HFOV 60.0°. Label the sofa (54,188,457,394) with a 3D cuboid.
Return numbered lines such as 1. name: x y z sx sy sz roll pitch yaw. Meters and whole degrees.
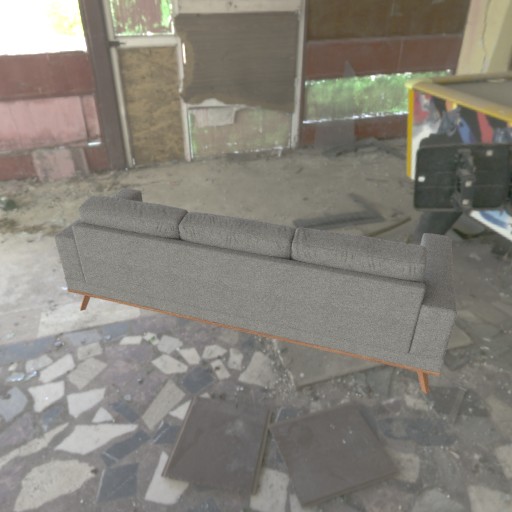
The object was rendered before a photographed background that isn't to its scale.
1. sofa: 0.000 0.000 2.827 2.310 0.810 0.920 10 34 16
